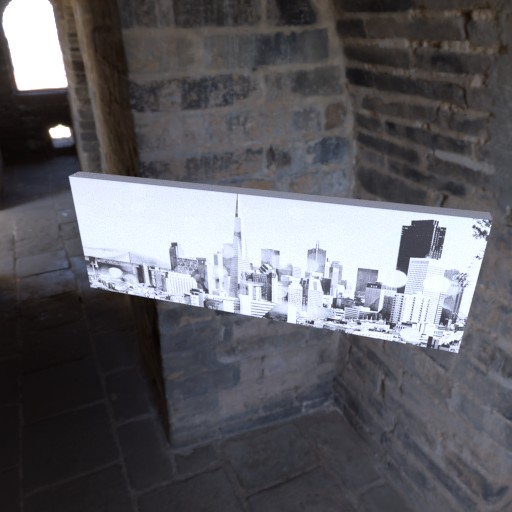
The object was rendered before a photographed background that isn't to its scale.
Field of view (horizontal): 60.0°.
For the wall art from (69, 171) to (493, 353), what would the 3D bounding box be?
[{"bbox_3d":[0.000,0.000,0.849,0.766,0.256,0.036,8,28,15],"label":"wall art"}]
